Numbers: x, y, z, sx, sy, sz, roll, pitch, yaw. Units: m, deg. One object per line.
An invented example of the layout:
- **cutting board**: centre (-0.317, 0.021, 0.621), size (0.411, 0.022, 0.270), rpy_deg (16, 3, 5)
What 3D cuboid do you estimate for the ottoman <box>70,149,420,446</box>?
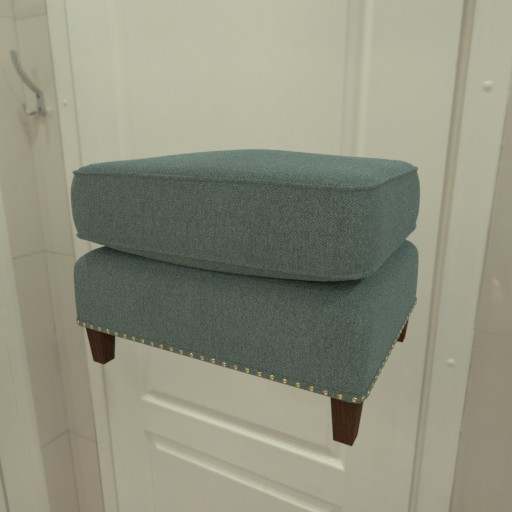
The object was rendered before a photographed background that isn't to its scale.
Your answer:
- **ottoman**: centre (0.000, 0.000, 1.144), size (0.738, 0.537, 0.589), rpy_deg (8, 17, 27)
